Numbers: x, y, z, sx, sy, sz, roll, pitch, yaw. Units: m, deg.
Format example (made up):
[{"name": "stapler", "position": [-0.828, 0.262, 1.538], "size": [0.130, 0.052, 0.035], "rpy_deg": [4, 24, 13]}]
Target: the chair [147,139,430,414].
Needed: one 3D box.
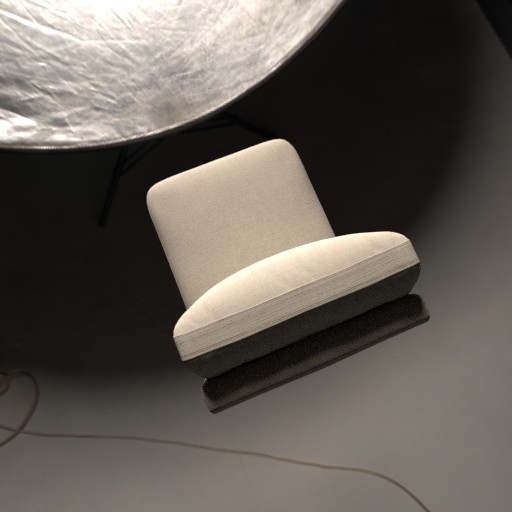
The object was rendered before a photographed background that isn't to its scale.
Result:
[{"name": "chair", "position": [0.000, 0.000, 1.310], "size": [0.503, 0.927, 0.698], "rpy_deg": [-22, 77, -5]}]
